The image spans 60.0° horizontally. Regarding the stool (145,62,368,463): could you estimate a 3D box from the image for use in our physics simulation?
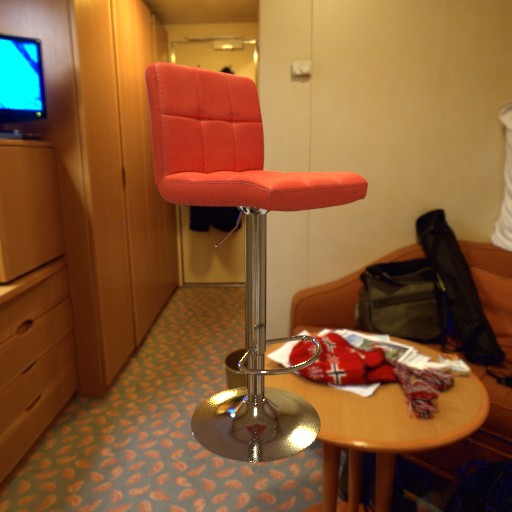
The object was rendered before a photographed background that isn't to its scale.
[{"bbox_3d":[0.000,0.000,1.341,0.505,1.115,0.430,12,17,43],"label":"stool"}]
